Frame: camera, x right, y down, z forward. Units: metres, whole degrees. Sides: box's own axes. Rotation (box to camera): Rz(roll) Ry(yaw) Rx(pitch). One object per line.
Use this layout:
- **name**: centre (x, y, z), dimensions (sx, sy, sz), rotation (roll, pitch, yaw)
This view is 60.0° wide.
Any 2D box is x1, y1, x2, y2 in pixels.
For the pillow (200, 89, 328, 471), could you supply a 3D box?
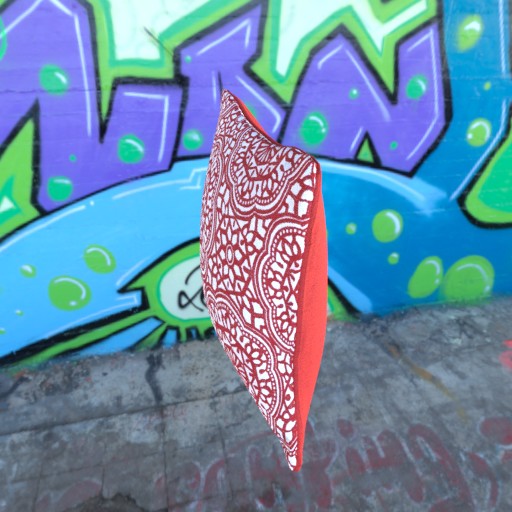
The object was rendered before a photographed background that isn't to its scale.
- **pillow**: centre (0.000, 0.000, 0.666), dimensions (0.162, 0.419, 0.438), rotation (-7, 30, -12)
